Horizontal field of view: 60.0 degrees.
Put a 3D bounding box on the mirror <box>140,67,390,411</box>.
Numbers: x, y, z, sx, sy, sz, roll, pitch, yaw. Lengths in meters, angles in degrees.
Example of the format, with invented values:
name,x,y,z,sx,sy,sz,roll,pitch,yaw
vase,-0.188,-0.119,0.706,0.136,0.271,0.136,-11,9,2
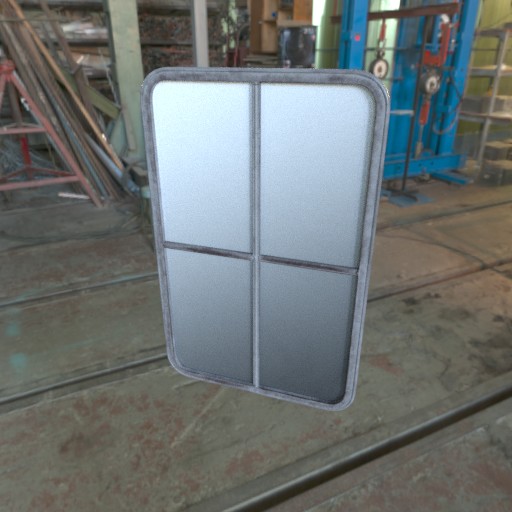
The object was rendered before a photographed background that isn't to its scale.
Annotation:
name,x,y,z,sx,sy,sz,roll,pitch,yaw
mirror,0.000,0.000,0.911,0.461,0.713,0.024,8,26,17
